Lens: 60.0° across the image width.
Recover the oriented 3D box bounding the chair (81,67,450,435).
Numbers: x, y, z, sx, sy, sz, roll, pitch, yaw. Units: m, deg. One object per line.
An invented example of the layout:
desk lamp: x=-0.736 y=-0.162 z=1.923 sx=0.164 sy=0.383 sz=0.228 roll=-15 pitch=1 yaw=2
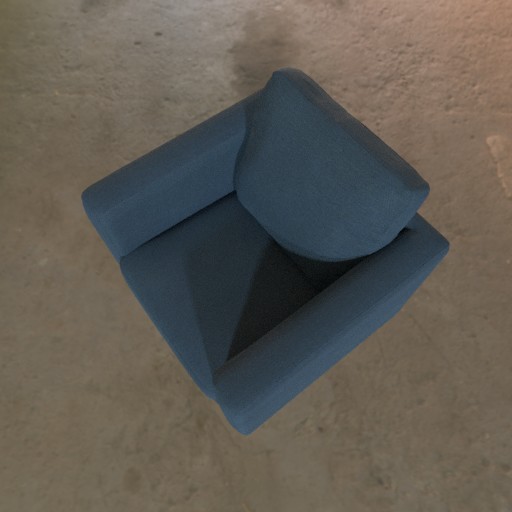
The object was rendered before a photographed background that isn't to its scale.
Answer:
chair: x=0.000 y=0.000 z=1.540 sx=0.820 sy=0.922 sz=0.855 roll=-34 pitch=68 yaw=-16
